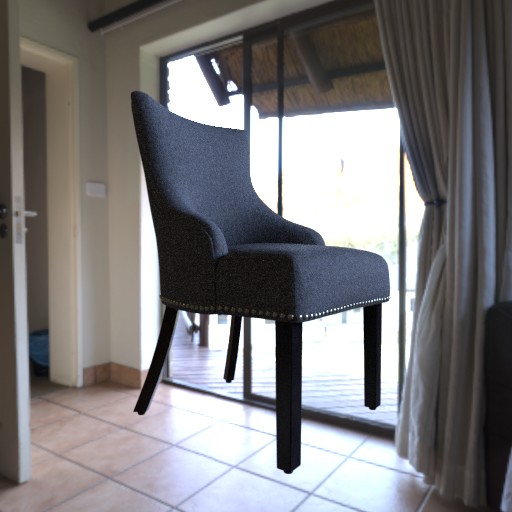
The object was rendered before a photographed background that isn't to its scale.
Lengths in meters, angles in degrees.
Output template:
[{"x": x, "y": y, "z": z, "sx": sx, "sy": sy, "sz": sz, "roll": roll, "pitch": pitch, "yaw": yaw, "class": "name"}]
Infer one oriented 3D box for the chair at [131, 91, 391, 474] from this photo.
[{"x": 0.000, "y": 0.000, "z": 1.275, "sx": 0.629, "sy": 0.909, "sz": 0.566, "roll": 0, "pitch": 0, "yaw": 36, "class": "chair"}]
